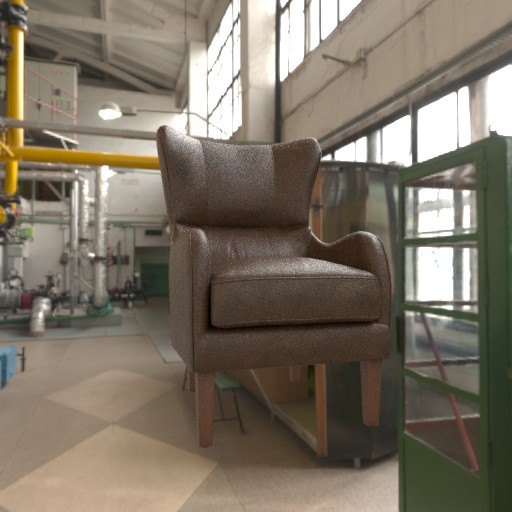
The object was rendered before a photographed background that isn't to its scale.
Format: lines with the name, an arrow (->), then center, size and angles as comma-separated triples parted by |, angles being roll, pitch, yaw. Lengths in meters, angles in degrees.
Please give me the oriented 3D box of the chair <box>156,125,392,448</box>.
chair -> 0.000, 0.000, 1.644 | 0.692, 1.048, 0.914 | 0, 0, -17
